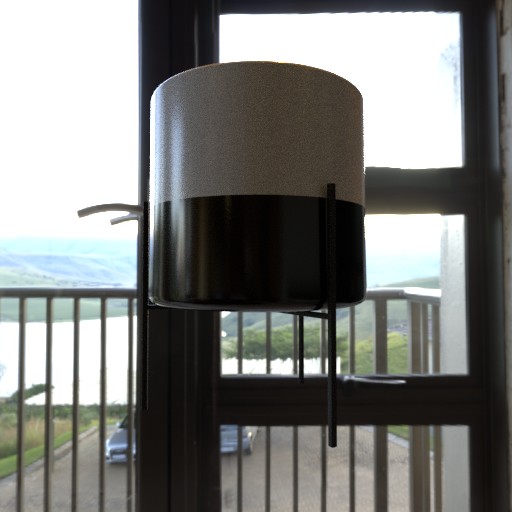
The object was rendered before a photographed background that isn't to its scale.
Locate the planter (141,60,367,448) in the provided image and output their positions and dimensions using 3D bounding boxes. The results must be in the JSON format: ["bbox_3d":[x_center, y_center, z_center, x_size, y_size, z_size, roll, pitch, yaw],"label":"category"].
[{"bbox_3d":[0.000,0.000,0.631,0.310,0.432,0.310,1,-2,-16],"label":"planter"}]
